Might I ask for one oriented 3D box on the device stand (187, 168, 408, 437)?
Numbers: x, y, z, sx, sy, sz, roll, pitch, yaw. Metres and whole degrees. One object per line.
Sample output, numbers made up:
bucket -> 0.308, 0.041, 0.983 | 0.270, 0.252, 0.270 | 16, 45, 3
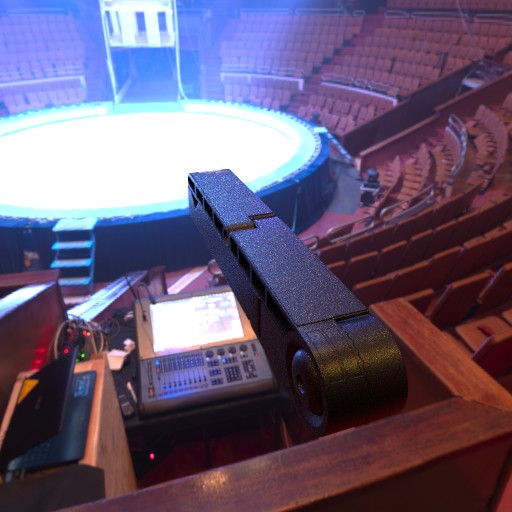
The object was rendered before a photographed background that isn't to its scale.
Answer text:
device stand -> 0.000, 0.000, 0.191 | 0.026, 0.030, 0.179 | -10, 30, -17
